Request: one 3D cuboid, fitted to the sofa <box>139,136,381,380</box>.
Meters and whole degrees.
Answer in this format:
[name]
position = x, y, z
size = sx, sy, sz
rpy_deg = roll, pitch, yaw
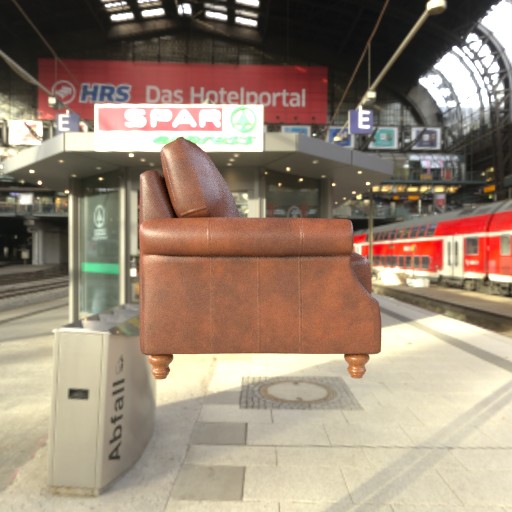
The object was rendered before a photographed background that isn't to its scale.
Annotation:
[sofa]
position = 0.000, 0.000, 2.814
size = 0.973, 0.977, 2.351
rpy_deg = 0, 0, -1
